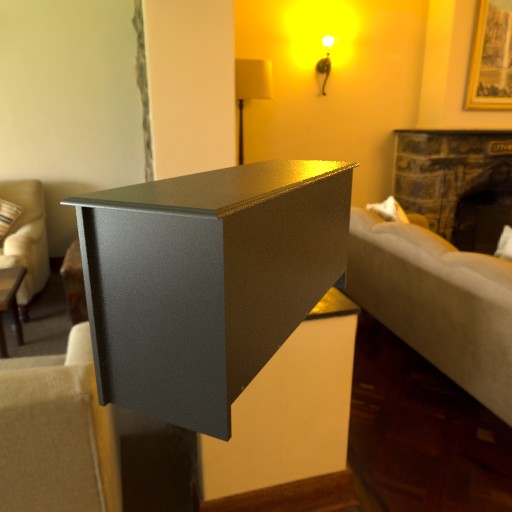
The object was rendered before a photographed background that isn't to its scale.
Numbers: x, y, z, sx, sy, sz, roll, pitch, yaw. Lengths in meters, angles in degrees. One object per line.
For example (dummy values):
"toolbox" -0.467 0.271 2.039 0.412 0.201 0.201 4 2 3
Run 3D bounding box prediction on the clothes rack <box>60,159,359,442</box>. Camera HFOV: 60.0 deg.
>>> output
"clothes rack" 0.000 0.000 1.522 0.406 0.556 1.219 8 18 24
